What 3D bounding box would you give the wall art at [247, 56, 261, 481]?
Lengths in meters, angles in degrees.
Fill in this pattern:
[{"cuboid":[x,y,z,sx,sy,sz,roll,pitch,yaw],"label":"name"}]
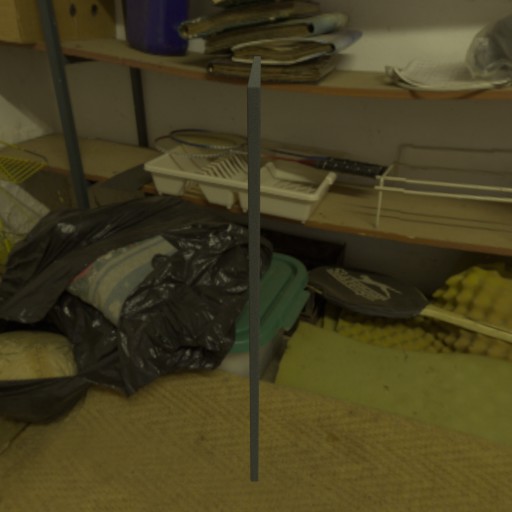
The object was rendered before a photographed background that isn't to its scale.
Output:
[{"cuboid":[0.000,0.000,0.672,0.012,0.529,0.374,0,28,0],"label":"wall art"}]
